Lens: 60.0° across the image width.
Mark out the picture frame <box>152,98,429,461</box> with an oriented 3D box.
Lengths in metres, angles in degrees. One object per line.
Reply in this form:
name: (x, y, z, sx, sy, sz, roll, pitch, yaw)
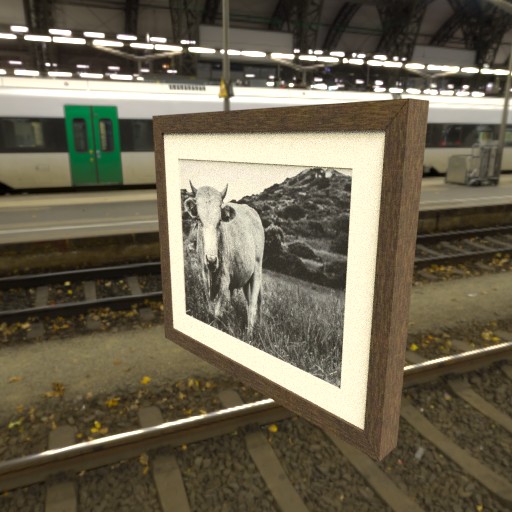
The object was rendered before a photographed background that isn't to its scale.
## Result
picture frame: (0.000, 0.000, 0.527, 0.033, 0.330, 0.378, -14, 20, -42)
